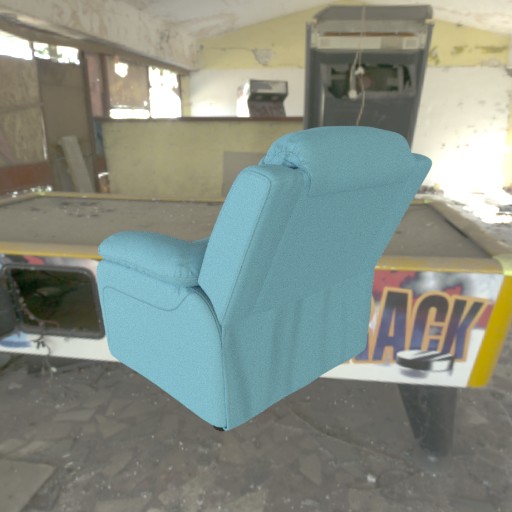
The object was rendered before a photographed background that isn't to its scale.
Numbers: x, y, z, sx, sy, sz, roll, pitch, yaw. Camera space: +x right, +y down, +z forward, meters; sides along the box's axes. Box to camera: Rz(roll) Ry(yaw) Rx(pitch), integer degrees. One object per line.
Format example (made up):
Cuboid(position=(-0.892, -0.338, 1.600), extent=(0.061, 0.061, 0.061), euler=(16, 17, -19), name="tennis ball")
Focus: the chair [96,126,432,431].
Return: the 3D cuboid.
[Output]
Cuboid(position=(0.000, 0.000, 1.247), extent=(0.680, 0.702, 0.709), euler=(-15, 22, -41), name="chair")
